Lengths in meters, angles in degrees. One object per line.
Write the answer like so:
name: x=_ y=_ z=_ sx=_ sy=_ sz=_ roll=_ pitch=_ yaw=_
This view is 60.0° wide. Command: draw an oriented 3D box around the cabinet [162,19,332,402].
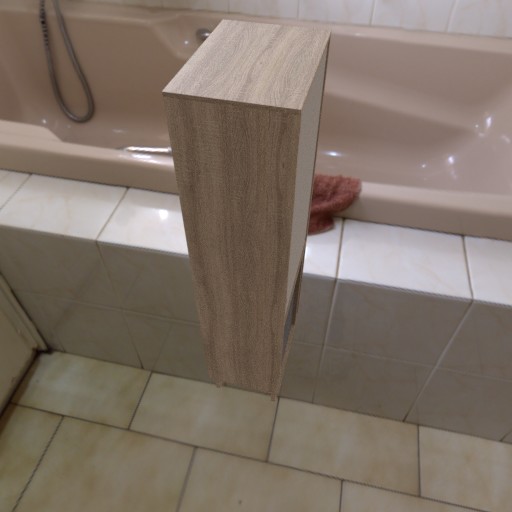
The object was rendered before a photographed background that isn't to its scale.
cabinet: x=0.000 y=0.000 z=2.083 sx=0.400 sy=1.850 sz=0.570 roll=11 pitch=48 yaw=10
